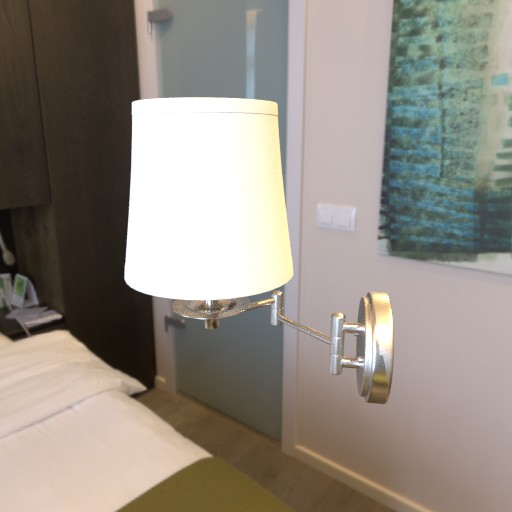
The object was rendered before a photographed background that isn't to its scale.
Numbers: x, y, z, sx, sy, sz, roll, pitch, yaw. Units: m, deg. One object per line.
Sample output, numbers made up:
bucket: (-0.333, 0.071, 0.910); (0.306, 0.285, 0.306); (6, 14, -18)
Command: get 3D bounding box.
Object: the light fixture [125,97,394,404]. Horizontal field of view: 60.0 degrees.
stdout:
light fixture: (0.000, 0.000, 0.584); (0.348, 0.381, 0.223); (2, 15, 8)
